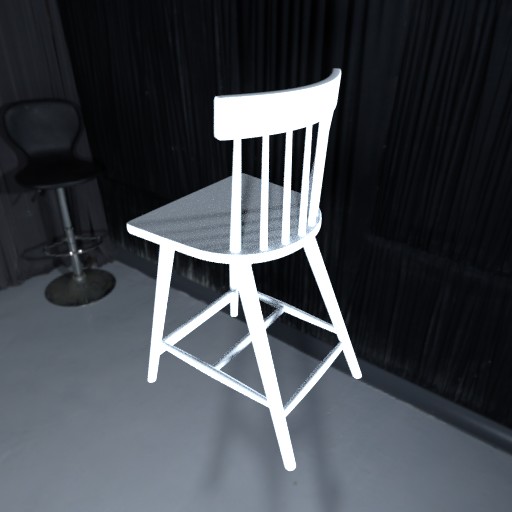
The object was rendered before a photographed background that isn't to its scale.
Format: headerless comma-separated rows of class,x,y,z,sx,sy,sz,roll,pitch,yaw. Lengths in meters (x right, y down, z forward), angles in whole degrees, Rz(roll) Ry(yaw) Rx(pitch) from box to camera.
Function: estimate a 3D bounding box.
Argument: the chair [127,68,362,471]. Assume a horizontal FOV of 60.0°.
chair,0.000,0.000,1.255,0.572,0.952,0.483,21,36,31
